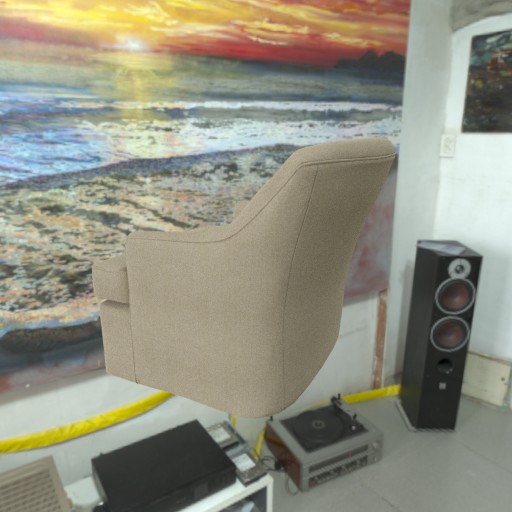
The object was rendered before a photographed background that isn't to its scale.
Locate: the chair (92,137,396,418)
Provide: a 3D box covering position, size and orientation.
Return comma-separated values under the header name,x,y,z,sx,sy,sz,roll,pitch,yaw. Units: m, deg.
name,x,y,z,sx,sy,sz,roll,pitch,yaw
chair,0.000,0.000,1.654,0.923,0.856,0.864,7,17,24
